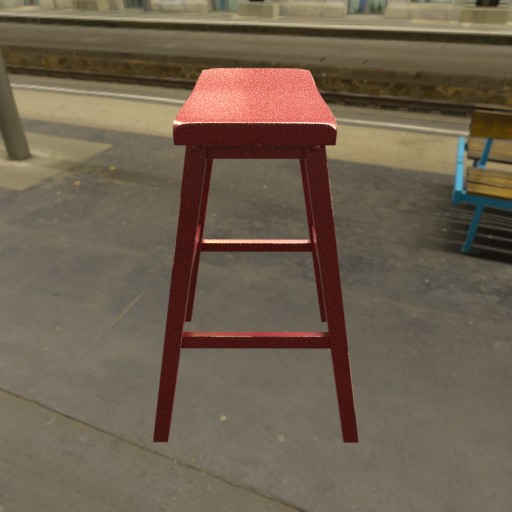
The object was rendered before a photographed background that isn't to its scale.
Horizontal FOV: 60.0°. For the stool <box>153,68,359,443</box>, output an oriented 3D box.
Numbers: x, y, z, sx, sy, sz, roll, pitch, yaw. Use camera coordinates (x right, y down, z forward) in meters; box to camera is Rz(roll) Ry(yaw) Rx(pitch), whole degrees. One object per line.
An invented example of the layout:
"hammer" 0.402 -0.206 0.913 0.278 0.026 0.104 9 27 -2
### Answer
"stool" 0.000 0.000 1.023 0.476 0.737 0.457 0 32 0
